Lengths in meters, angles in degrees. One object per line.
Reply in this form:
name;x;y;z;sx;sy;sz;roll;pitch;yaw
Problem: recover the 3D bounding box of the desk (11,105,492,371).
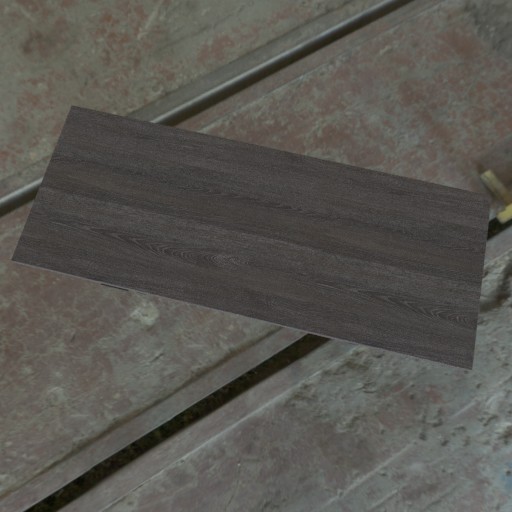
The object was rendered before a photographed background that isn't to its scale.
desk;0.000;0.000;1.863;1.524;0.760;0.600;13;76;3
